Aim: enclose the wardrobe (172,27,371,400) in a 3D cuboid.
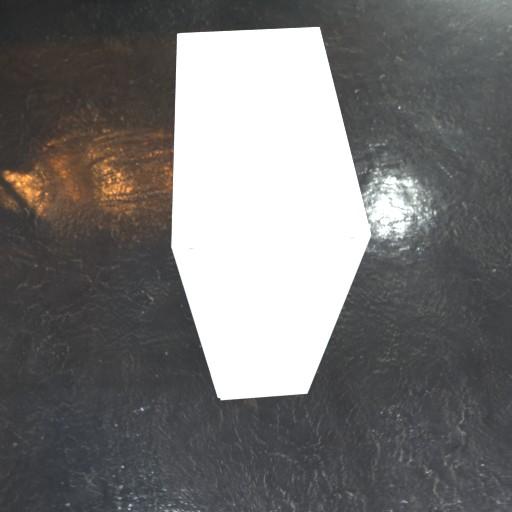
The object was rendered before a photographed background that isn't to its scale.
[{"bbox_3d":[0.000,0.000,2.265,0.577,1.808,0.991,-4,59,-2],"label":"wardrobe"}]
